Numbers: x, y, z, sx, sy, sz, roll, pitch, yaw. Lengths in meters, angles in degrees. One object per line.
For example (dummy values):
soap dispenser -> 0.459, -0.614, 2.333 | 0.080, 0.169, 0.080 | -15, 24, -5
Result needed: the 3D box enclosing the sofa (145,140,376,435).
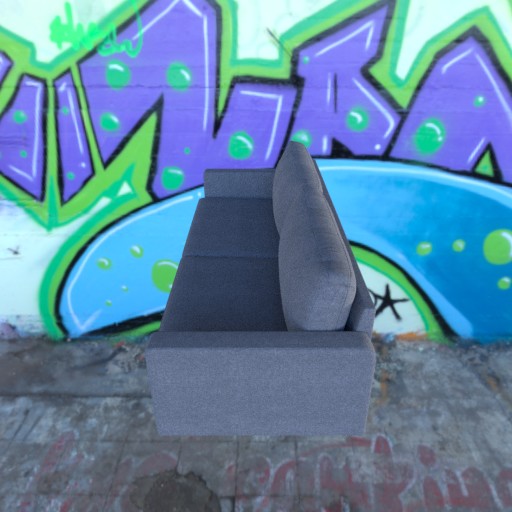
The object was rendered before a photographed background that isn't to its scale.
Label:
sofa -> 0.000, 0.000, 2.583 | 0.880, 0.880, 2.100 | 0, 29, 0
